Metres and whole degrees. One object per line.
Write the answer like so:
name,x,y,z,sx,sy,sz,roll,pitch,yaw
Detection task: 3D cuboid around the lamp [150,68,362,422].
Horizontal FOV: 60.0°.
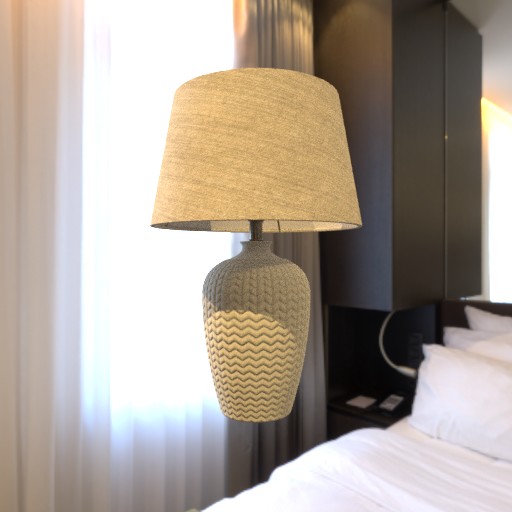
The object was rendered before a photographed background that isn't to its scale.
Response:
lamp,0.000,0.000,0.836,0.390,0.580,0.390,0,0,0
